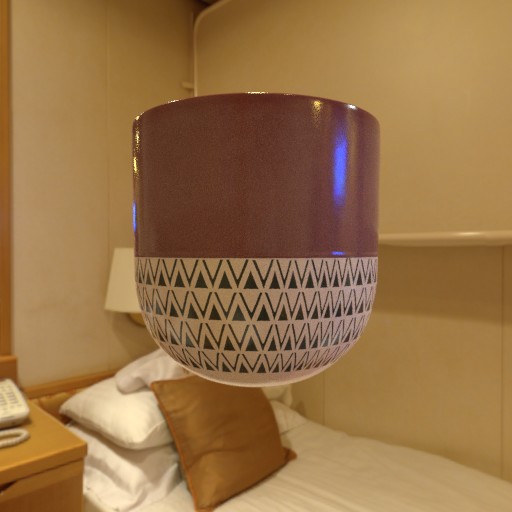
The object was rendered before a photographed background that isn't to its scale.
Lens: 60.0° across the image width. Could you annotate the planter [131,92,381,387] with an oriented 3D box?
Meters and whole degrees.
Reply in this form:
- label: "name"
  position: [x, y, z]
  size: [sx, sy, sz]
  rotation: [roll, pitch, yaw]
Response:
- label: "planter"
  position: [0.000, 0.000, 0.493]
  size: [0.266, 0.270, 0.266]
  rotation: [0, 1, 0]
